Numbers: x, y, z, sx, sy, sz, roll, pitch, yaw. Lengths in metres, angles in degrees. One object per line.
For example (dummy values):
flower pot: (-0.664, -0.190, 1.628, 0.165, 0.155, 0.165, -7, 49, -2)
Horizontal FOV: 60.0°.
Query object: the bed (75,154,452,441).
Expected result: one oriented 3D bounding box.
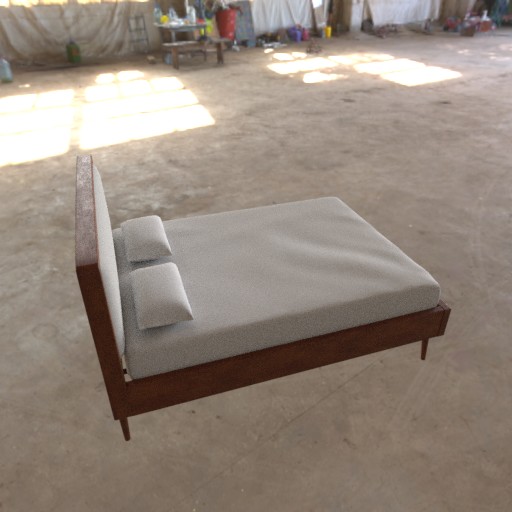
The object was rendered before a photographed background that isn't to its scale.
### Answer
bed: (0.000, 0.000, 3.188, 2.196, 1.275, 1.587, -10, 33, -16)
